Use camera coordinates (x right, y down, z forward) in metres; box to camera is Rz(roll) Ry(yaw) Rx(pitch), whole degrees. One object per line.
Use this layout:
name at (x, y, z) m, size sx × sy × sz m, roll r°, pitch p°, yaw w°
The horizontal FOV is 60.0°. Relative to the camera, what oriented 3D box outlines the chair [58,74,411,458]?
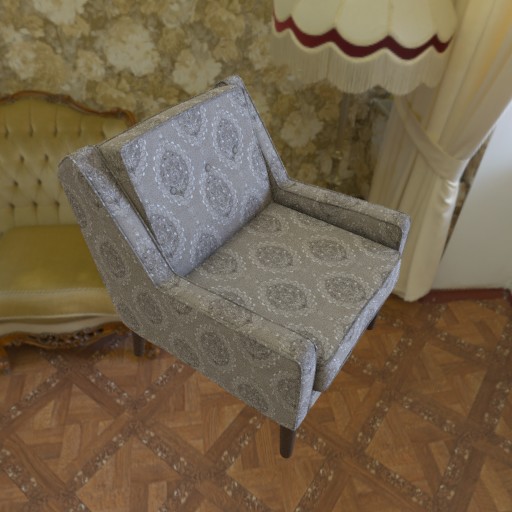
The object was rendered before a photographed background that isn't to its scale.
chair at (0.000, 0.000, 1.333) m, size 0.750 × 0.797 × 0.665 m, roll 25°, pitch 48°, yaw 25°
